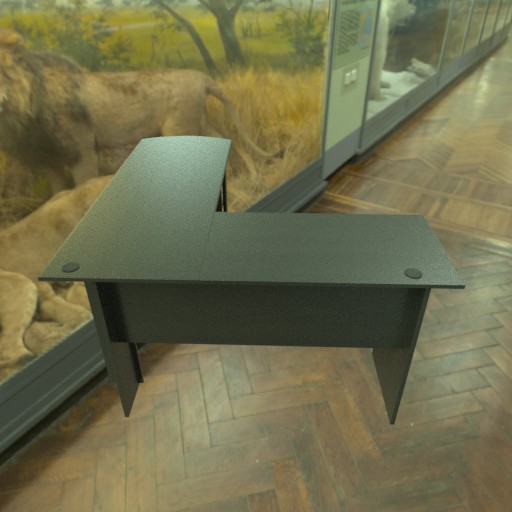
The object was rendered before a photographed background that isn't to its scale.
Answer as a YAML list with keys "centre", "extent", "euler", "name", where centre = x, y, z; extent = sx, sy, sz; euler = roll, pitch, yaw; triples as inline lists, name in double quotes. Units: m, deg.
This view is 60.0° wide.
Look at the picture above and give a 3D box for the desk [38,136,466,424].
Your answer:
- centre: [0.000, 0.000, 2.111]
  extent: [1.303, 0.716, 1.361]
  euler: [1, 33, 2]
  name: "desk"
